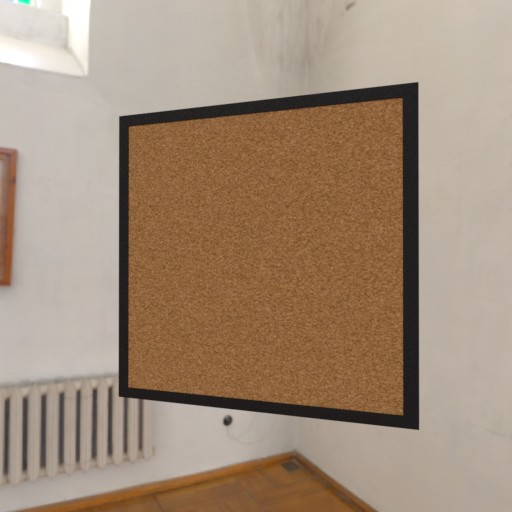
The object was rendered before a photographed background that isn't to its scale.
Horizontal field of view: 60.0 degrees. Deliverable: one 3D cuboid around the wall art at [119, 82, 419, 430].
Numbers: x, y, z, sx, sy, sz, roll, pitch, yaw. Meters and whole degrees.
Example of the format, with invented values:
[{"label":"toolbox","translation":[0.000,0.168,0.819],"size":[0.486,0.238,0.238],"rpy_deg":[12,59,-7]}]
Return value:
[{"label":"wall art","translation":[0.000,0.000,0.735],"size":[0.506,0.503,0.036],"rpy_deg":[0,0,18]}]
